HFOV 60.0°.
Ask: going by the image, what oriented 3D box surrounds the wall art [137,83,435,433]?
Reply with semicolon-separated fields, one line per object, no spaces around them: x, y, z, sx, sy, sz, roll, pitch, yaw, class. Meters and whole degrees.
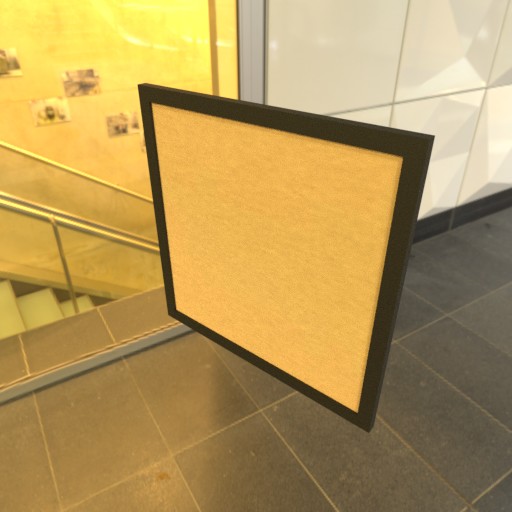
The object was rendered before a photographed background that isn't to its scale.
0.000;0.000;0.536;0.356;0.356;0.013;23;38;32;wall art
